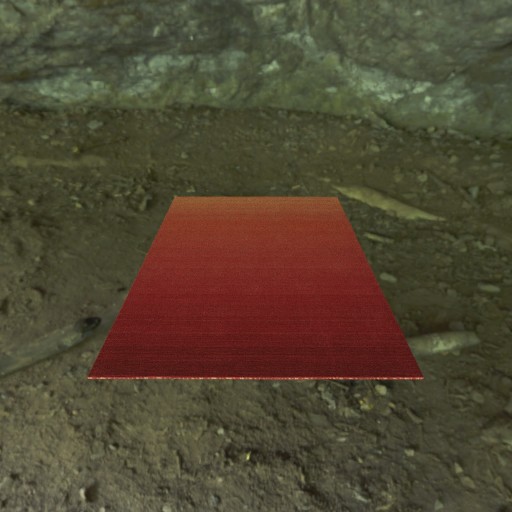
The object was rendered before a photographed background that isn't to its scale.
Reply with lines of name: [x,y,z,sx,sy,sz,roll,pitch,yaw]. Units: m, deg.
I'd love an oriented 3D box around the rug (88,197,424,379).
rug: [0.000,0.000,3.094,1.531,0.010,2.442,0,27,0]
